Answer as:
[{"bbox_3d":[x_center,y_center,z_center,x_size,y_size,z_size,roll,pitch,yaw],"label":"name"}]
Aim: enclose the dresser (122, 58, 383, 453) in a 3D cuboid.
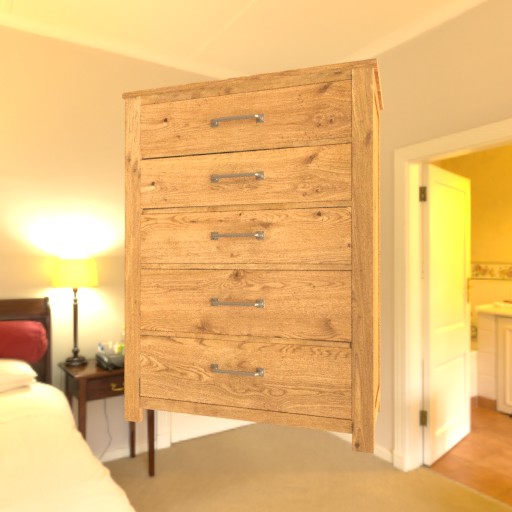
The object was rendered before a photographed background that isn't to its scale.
[{"bbox_3d":[0.000,0.000,1.992,1.081,1.431,0.558,0,0,18],"label":"dresser"}]
